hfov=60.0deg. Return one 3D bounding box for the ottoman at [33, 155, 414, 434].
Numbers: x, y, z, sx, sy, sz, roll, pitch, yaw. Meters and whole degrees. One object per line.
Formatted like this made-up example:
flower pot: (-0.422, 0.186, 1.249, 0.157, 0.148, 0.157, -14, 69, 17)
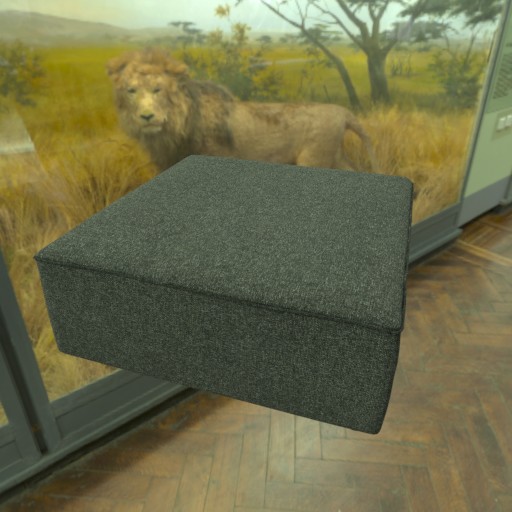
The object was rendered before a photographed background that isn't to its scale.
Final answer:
ottoman: (0.000, 0.000, 1.585, 1.021, 0.423, 1.017, 10, 31, 17)
